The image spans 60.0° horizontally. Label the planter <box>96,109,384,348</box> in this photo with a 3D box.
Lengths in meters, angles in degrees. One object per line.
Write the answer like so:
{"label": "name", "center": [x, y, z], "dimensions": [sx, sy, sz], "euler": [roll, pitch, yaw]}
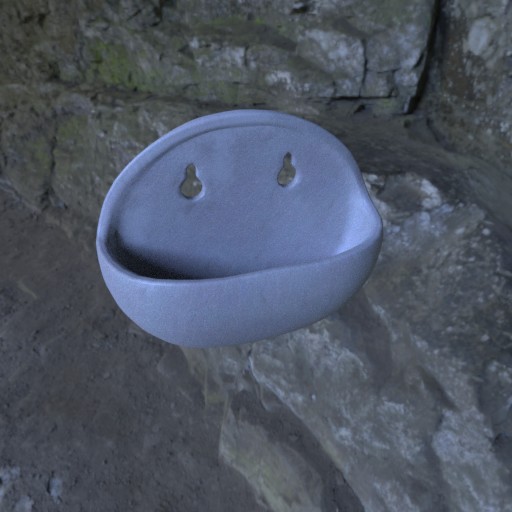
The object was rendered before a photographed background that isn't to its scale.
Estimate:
{"label": "planter", "center": [0.000, 0.000, 0.280], "dimensions": [0.190, 0.164, 0.073], "euler": [-10, 35, -15]}
